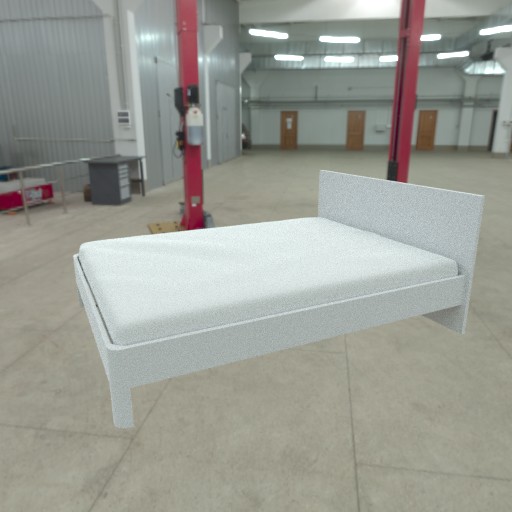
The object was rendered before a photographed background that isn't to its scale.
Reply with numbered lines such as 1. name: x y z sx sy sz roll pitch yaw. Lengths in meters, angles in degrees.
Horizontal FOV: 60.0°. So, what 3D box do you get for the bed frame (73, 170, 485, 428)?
1. bed frame: 0.000 0.000 2.669 1.950 0.800 1.490 -8 19 -25
